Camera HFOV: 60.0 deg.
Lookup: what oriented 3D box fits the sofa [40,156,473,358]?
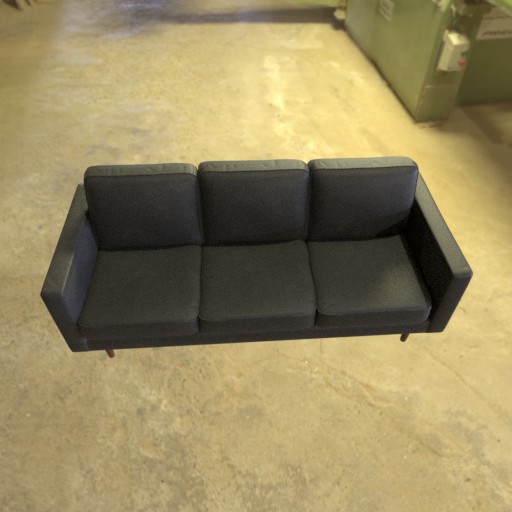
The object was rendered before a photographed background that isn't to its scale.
[{"bbox_3d":[0.000,0.000,2.491,2.029,0.899,0.879,-3,46,-2],"label":"sofa"}]
